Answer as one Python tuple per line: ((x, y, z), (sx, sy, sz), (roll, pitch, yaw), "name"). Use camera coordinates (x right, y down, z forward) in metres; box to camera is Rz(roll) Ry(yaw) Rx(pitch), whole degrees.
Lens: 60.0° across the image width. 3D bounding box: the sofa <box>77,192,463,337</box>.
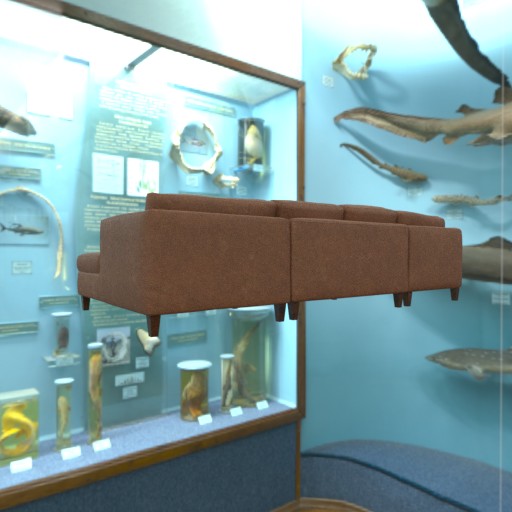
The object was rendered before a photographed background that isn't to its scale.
((0.000, 0.000, 4.600), (3.460, 0.923, 2.593), (0, 1, -36), "sofa")
